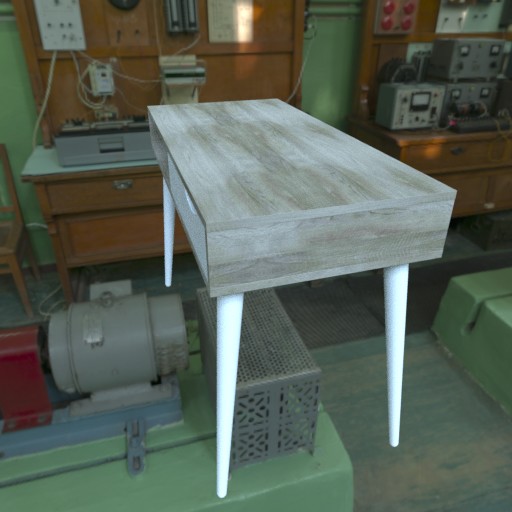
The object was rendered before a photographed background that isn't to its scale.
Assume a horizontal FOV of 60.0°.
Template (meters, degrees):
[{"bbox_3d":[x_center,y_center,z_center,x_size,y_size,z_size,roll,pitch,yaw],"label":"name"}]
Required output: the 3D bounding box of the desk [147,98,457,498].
[{"bbox_3d":[0.000,0.000,1.339,0.491,0.723,0.979,-9,31,-15],"label":"desk"}]
